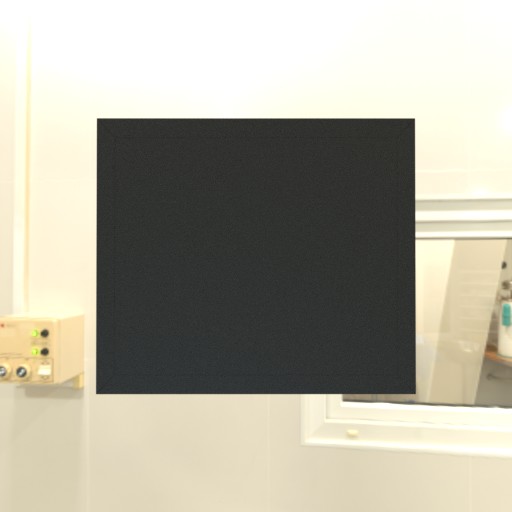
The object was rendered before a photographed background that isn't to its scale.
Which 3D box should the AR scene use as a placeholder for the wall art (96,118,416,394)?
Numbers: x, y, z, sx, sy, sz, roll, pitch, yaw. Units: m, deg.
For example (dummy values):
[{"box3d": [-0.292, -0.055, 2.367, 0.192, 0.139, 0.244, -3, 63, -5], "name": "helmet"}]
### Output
[{"box3d": [0.000, 0.000, 0.544, 0.381, 0.330, 0.029, 0, 0, 0], "name": "wall art"}]
